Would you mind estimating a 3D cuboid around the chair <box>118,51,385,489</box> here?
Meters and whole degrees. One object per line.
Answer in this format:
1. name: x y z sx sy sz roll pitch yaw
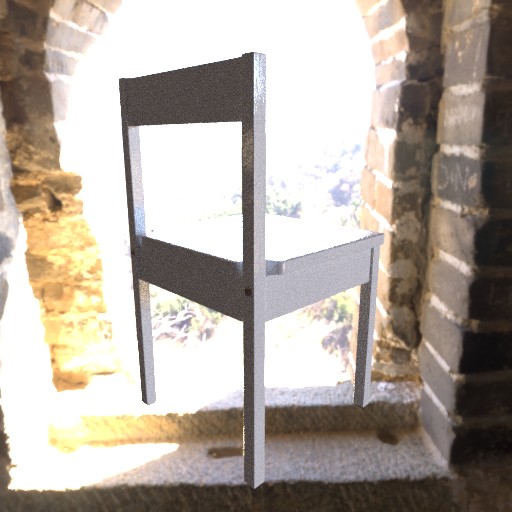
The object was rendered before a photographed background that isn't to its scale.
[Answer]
1. chair: 0.000 0.000 0.888 0.361 0.668 0.367 -14 20 -43
